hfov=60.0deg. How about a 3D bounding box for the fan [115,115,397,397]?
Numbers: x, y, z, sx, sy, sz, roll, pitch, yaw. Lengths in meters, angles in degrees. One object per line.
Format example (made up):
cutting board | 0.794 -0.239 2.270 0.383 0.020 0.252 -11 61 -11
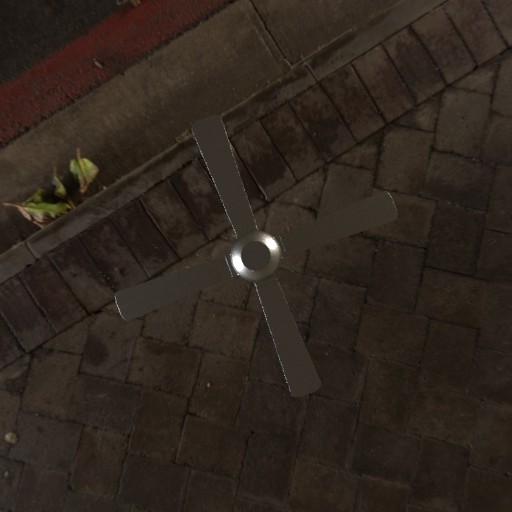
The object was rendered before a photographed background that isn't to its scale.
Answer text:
fan | 0.000 0.000 2.002 1.321 0.381 1.321 0 90 0
